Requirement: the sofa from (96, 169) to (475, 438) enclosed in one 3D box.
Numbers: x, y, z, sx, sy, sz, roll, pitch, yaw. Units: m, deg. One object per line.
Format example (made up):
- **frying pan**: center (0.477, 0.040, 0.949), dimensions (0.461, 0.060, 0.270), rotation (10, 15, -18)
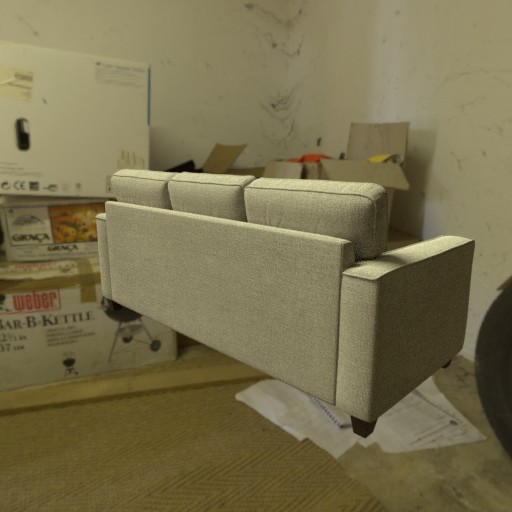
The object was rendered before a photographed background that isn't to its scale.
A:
- **sofa**: center (0.000, 0.000, 2.583), dimensions (2.133, 0.965, 0.939), rotation (13, 19, 43)
